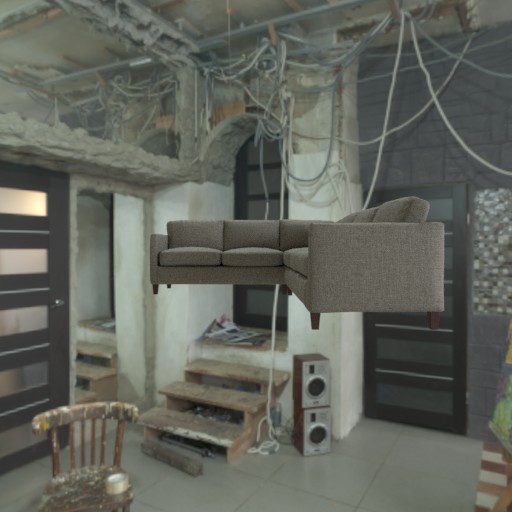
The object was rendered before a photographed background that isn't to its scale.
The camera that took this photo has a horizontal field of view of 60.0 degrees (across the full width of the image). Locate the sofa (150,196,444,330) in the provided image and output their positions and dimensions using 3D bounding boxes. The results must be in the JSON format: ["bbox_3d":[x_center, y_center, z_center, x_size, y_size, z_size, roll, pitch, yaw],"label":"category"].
[{"bbox_3d":[0.000,0.000,4.573,2.593,0.947,3.302,0,1,0],"label":"sofa"}]
